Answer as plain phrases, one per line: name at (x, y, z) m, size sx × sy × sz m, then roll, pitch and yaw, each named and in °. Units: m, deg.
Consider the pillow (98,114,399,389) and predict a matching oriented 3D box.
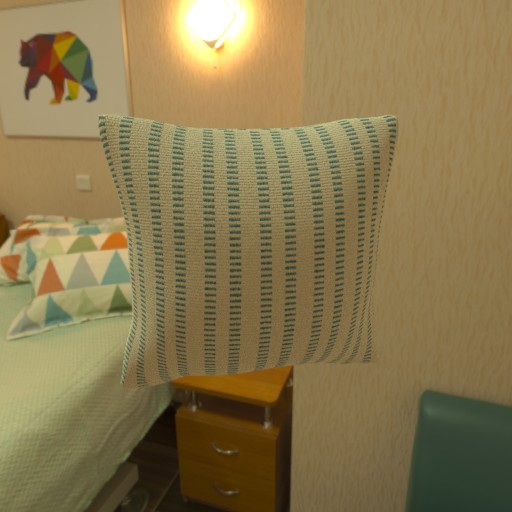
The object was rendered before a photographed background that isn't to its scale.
pillow at (0.000, 0.000, 0.687) m, size 0.438 × 0.419 × 0.247 m, roll -3°, pitch 18°, yaw -10°
